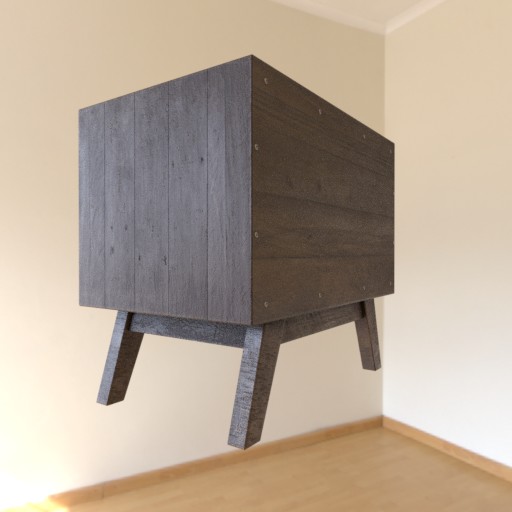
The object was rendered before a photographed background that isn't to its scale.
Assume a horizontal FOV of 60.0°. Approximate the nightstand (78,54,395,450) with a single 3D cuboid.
[{"bbox_3d":[0.000,0.000,1.047,0.450,0.599,0.650,0,0,35],"label":"nightstand"}]
